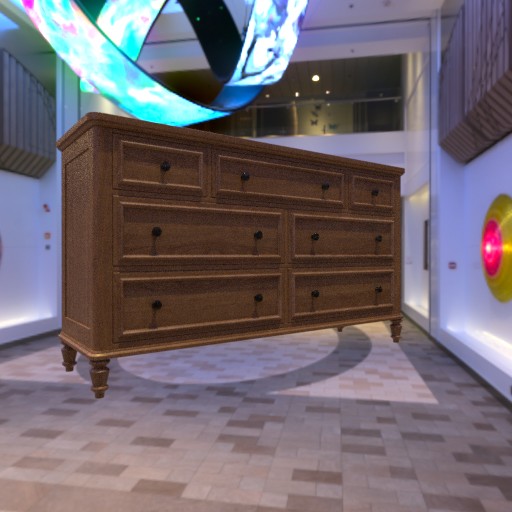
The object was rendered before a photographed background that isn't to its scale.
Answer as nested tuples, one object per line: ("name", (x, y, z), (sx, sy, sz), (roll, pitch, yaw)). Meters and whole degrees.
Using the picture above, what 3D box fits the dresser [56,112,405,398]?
("dresser", (0.000, 0.000, 2.001), (1.583, 0.892, 0.468), (0, 0, -36))
